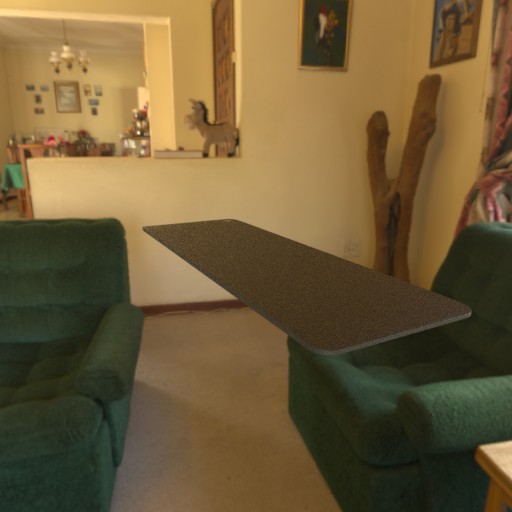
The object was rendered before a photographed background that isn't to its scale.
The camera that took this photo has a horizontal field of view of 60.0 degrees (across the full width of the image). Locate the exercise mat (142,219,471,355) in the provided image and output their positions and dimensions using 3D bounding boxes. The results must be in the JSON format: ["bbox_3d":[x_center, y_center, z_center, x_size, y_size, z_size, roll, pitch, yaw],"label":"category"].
[{"bbox_3d":[0.000,0.000,2.053,0.616,0.021,1.869,-8,17,-27],"label":"exercise mat"}]
